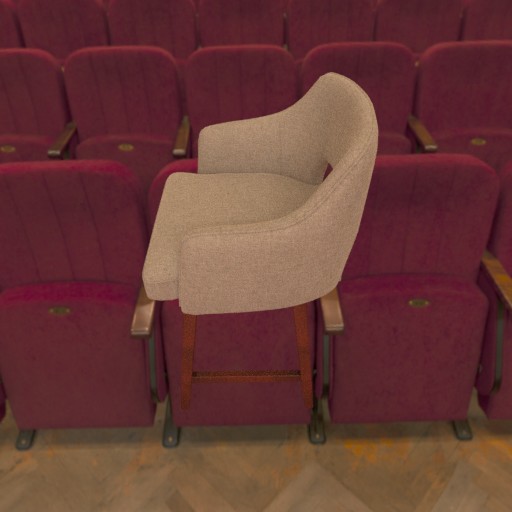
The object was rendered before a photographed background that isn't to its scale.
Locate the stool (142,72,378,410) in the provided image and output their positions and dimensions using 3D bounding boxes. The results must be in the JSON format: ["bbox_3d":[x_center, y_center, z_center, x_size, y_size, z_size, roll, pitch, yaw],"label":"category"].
[{"bbox_3d":[0.000,0.000,1.325,0.558,0.944,0.599,-1,41,-1],"label":"stool"}]
